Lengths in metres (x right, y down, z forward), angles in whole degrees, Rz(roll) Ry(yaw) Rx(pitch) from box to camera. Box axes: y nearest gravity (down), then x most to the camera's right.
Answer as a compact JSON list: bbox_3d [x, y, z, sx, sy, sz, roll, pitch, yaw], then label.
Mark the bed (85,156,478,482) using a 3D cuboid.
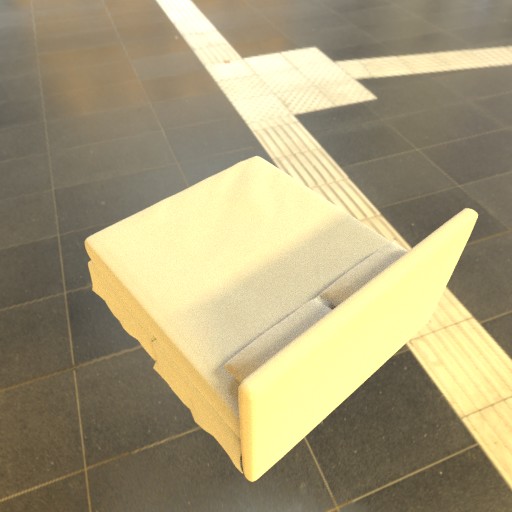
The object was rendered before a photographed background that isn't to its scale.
[{"bbox_3d":[0.000,0.000,3.593,2.119,1.317,2.341,-32,54,-27],"label":"bed"}]
